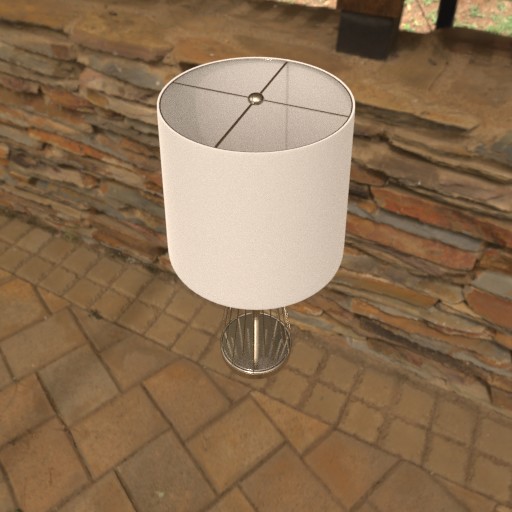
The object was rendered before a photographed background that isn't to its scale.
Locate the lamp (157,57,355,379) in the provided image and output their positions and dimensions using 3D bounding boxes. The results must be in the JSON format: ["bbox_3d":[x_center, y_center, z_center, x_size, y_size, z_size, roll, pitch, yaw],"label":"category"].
[{"bbox_3d":[0.000,0.000,0.804,0.303,0.618,0.303,0,47,0],"label":"lamp"}]
